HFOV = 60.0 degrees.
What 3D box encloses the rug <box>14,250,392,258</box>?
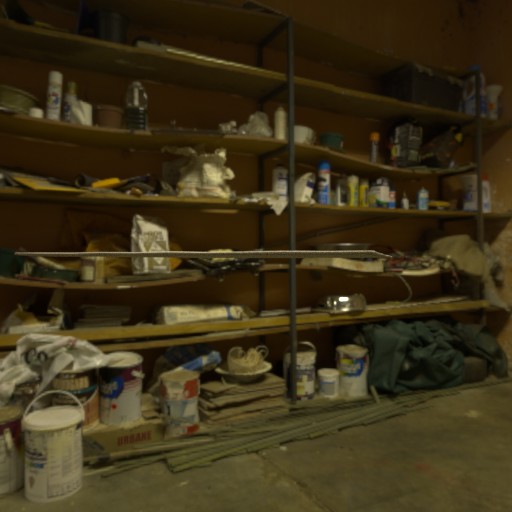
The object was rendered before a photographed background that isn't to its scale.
[{"bbox_3d":[0.000,0.000,4.290,2.436,0.026,3.381,0,-1,19],"label":"rug"}]
